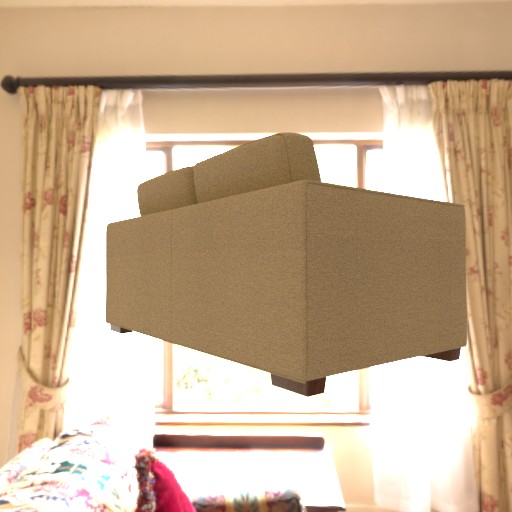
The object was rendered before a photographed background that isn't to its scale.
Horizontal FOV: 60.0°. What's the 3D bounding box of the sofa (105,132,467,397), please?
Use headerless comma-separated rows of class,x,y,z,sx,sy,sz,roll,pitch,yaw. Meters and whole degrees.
sofa,0.000,0.000,2.379,1.007,0.924,1.812,1,-1,-37
